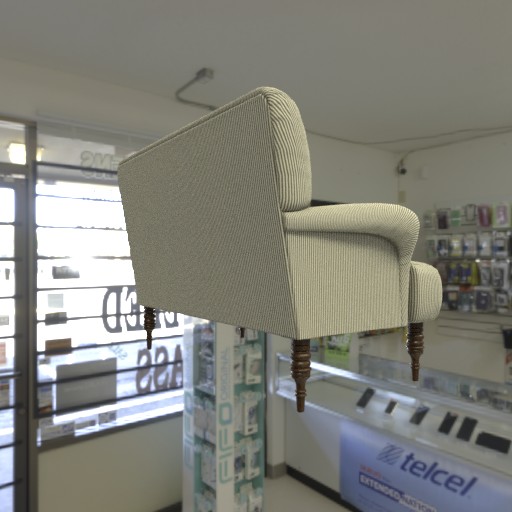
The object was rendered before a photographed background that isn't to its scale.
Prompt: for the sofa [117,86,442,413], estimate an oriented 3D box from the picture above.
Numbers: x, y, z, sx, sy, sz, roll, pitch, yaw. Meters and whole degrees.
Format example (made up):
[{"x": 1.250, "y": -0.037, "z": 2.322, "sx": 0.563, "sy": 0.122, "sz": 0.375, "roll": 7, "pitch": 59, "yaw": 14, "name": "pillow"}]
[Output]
[{"x": 0.000, "y": 0.000, "z": 1.824, "sx": 0.779, "sy": 0.889, "sz": 1.297, "roll": 0, "pitch": -1, "yaw": -36, "name": "sofa"}]
